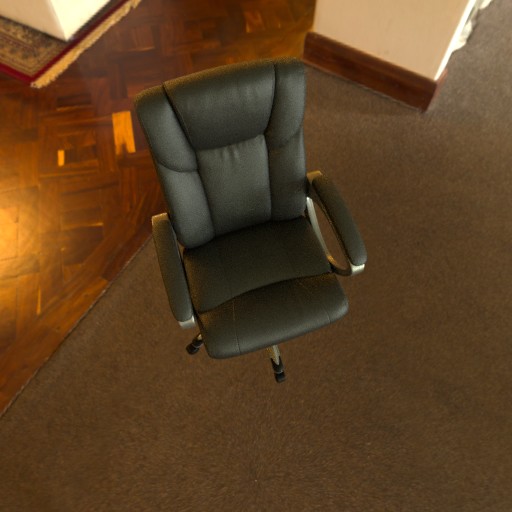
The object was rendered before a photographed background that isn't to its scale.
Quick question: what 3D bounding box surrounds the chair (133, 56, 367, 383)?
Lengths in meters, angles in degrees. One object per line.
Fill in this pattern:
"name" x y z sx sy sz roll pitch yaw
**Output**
"chair" 0.000 0.000 1.604 0.721 1.130 0.719 -16 64 -8
